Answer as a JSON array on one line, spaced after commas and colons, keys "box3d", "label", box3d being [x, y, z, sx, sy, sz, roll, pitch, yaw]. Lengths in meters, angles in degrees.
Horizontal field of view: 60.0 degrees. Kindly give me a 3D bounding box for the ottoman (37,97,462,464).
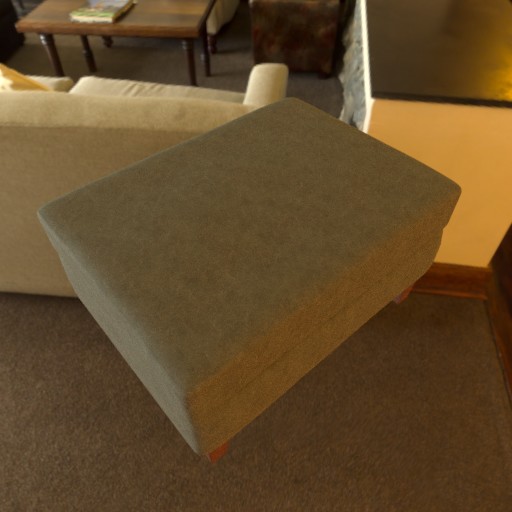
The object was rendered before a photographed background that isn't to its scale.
[{"box3d": [0.000, 0.000, 1.202, 0.839, 0.464, 0.639, -32, 55, -27], "label": "ottoman"}]
